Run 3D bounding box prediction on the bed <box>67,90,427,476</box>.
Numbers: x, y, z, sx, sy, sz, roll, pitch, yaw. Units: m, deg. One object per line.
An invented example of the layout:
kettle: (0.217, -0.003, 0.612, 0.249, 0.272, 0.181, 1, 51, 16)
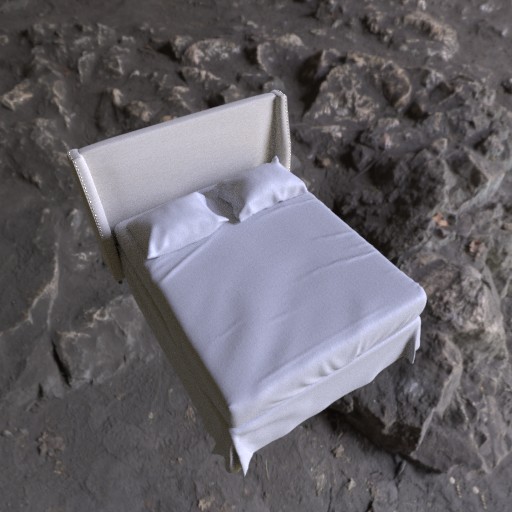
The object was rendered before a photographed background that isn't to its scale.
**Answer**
bed: (0.000, 0.000, 3.421, 1.925, 1.332, 2.276, -24, 51, -22)
